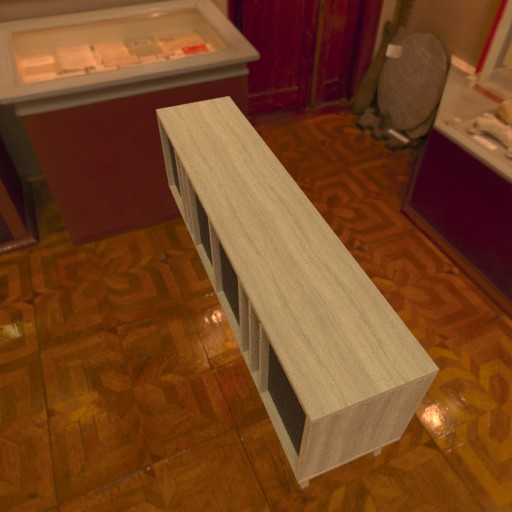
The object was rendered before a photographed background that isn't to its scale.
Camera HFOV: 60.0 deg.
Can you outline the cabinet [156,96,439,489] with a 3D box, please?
[{"bbox_3d":[0.000,0.000,2.463,0.499,0.779,2.198,-16,48,-15],"label":"cabinet"}]
